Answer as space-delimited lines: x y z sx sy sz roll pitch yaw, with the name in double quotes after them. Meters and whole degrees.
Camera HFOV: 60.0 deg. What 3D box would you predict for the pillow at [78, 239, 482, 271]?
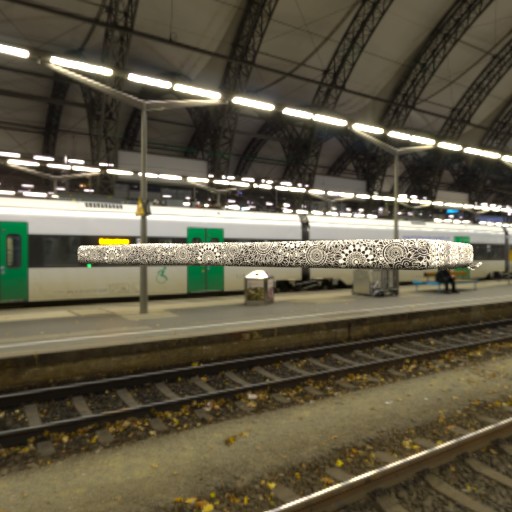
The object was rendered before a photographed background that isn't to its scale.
0.000 0.000 1.352 1.187 0.081 0.492 0 0 36 "pillow"
